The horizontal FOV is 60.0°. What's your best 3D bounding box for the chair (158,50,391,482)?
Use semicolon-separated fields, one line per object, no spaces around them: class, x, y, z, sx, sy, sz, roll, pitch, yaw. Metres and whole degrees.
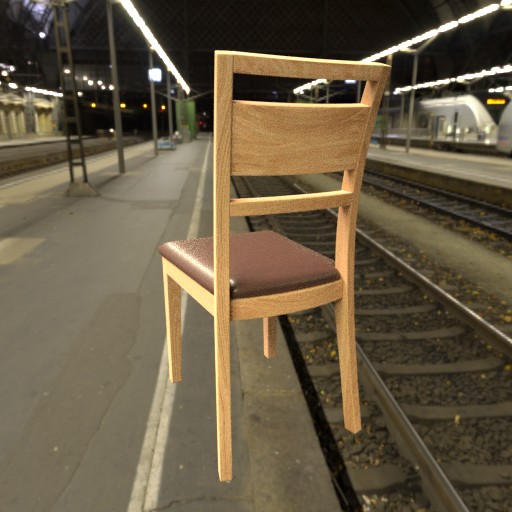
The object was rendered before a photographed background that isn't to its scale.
chair;0.000;0.000;1.205;0.420;0.940;0.545;-8;18;-25
